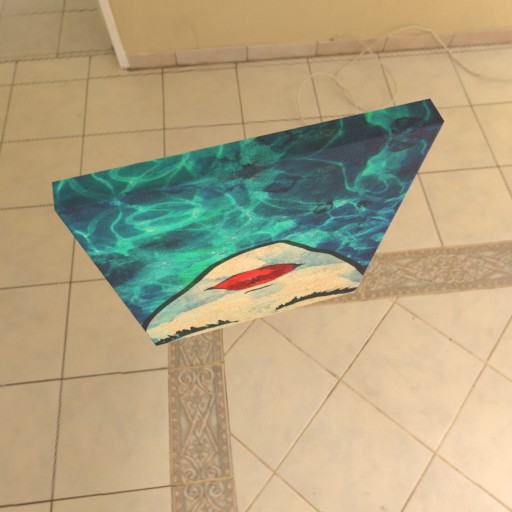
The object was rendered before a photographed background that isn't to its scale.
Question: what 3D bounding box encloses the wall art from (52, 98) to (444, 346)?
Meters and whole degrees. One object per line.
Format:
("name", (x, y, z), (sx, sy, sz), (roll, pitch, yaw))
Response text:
("wall art", (0.000, 0.000, 0.707), (0.432, 0.508, 0.038), (-14, 64, -7))
